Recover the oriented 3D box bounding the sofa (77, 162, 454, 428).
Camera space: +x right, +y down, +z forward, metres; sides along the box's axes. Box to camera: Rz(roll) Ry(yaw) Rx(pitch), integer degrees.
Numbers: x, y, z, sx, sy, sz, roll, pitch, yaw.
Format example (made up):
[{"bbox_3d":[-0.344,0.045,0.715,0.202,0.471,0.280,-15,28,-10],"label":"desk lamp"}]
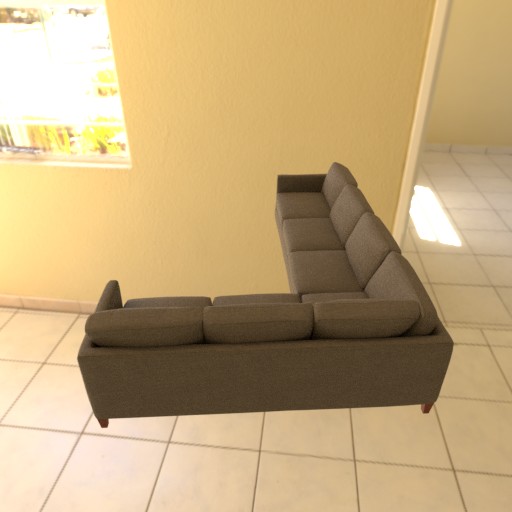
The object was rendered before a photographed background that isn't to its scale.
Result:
[{"bbox_3d":[0.000,0.000,4.474,2.593,0.947,3.302,-2,31,-3],"label":"sofa"}]
